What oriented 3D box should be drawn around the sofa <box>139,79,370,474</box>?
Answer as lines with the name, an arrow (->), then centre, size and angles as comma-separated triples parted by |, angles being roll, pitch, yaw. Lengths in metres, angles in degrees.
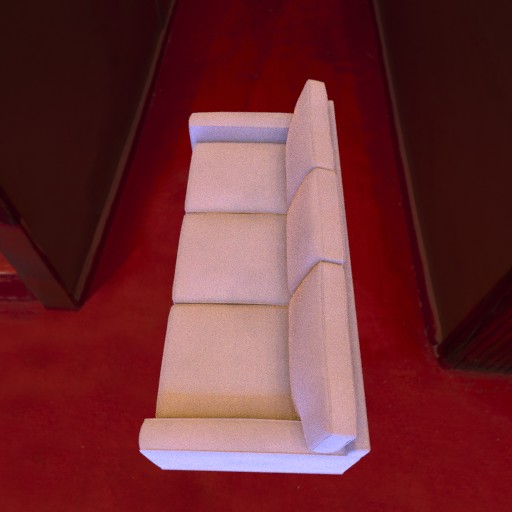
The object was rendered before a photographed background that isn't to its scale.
sofa -> 0.000, 0.000, 2.472 | 0.935, 0.862, 2.088 | 1, 57, 1
